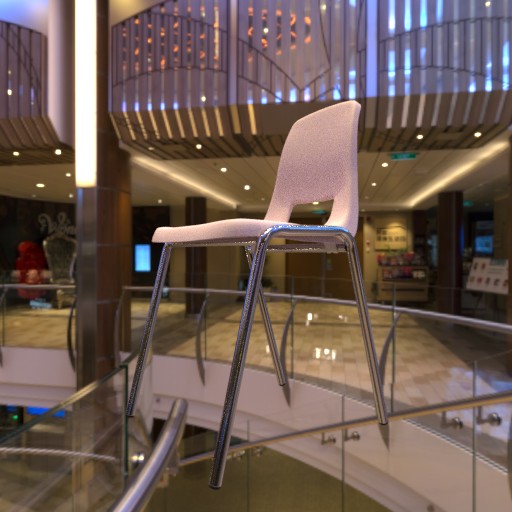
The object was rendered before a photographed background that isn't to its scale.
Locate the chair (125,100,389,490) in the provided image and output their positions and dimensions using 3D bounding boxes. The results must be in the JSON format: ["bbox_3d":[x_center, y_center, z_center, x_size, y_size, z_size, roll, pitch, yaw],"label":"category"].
[{"bbox_3d":[0.000,0.000,0.938,0.436,0.704,0.381,0,0,-36],"label":"chair"}]
